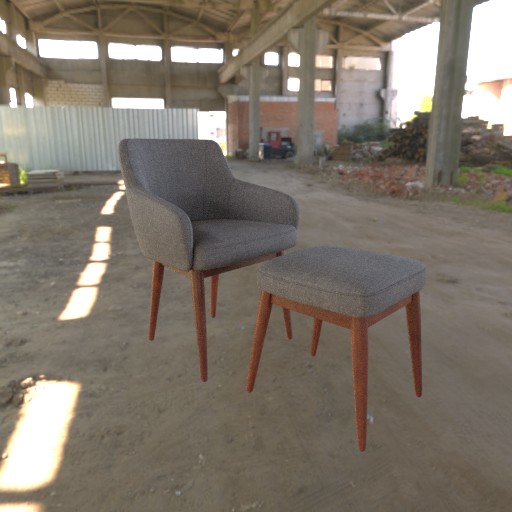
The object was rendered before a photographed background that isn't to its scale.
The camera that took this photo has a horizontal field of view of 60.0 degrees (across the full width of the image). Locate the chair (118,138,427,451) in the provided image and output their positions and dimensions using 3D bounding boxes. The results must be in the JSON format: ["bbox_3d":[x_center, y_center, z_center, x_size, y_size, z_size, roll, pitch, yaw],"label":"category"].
[{"bbox_3d":[0.000,0.000,1.546,1.107,0.799,0.584,13,19,41],"label":"chair"}]
